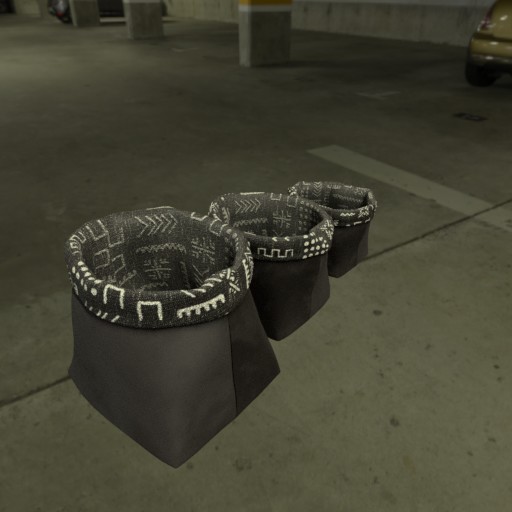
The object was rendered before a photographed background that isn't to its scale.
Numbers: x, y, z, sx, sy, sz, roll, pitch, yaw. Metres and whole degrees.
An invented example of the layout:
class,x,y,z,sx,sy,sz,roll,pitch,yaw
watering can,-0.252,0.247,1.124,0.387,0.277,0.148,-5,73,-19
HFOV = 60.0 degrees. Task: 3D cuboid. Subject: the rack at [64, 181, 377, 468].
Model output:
class,x,y,z,sx,sy,sz,roll,pitch,yaw
rack,0.000,0.000,1.067,0.379,0.323,0.905,22,37,32
